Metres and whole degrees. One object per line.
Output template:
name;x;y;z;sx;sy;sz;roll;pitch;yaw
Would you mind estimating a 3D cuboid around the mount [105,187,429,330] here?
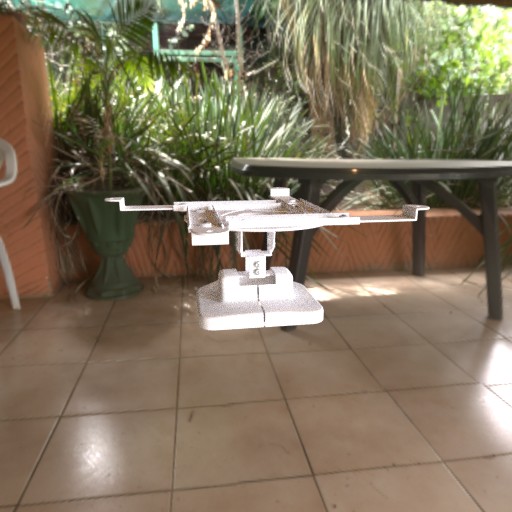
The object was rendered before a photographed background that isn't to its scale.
mount;0.000;0.000;0.583;0.394;0.141;0.394;-2;14;-9
